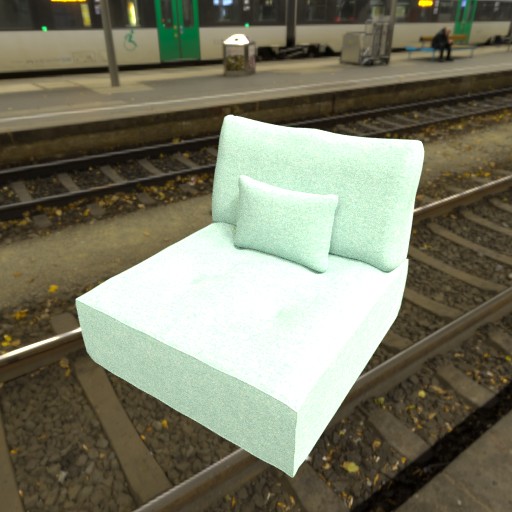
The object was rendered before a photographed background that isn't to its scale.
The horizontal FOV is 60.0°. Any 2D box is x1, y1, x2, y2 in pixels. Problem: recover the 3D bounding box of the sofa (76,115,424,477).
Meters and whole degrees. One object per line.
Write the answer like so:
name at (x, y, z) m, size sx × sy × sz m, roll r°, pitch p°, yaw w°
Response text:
sofa at (0.000, 0.000, 1.709) m, size 0.930 × 0.820 × 1.000 m, roll 18°, pitch 33°, yaw 29°
